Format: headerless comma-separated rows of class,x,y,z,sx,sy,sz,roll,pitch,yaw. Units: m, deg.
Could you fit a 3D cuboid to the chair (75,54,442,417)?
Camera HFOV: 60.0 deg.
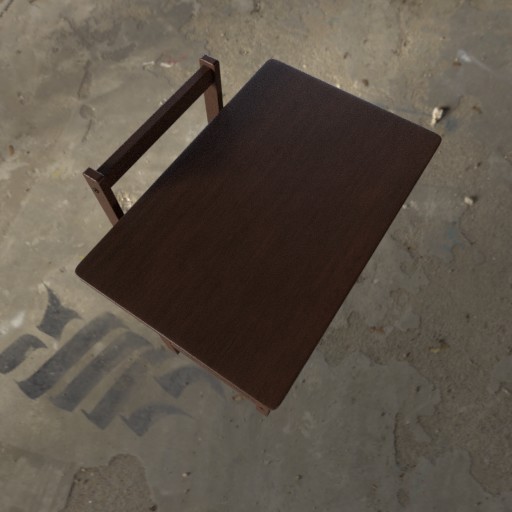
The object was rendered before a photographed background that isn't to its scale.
chair,0.000,0.000,1.032,0.463,0.673,0.599,31,68,14
